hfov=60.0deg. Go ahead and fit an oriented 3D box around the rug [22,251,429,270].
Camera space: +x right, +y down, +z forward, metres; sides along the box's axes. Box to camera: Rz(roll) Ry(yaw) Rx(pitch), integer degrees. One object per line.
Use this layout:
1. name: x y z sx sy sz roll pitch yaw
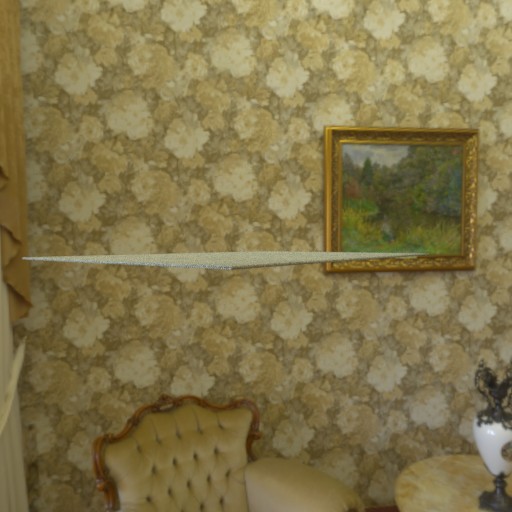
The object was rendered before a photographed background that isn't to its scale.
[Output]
1. rug: 0.000 0.000 2.904 1.547 0.013 2.283 1 2 38
